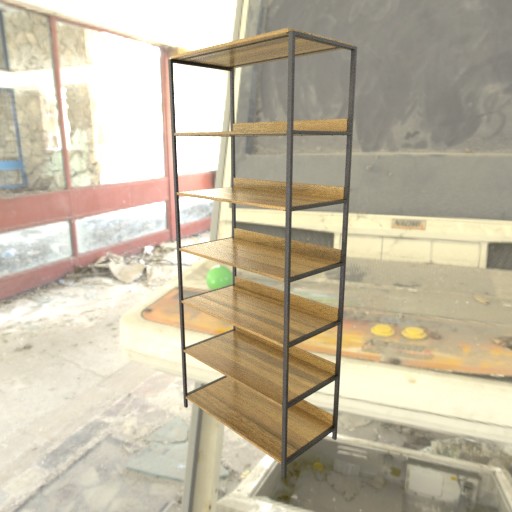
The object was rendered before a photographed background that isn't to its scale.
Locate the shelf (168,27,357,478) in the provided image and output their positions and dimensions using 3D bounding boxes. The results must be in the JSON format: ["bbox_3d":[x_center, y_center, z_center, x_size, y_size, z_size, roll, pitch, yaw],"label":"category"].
[{"bbox_3d":[0.000,0.000,2.357,0.431,2.015,0.847,-13,20,-42],"label":"shelf"}]
